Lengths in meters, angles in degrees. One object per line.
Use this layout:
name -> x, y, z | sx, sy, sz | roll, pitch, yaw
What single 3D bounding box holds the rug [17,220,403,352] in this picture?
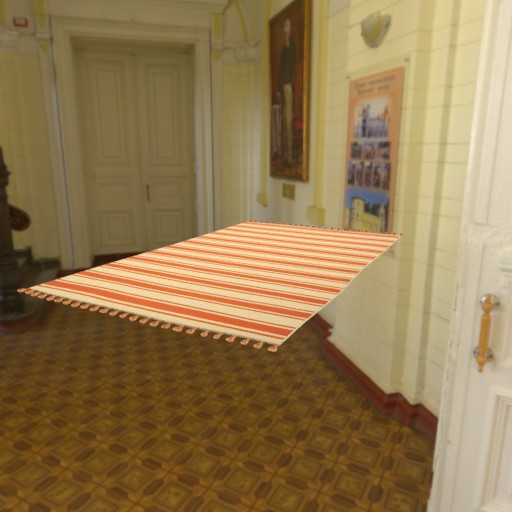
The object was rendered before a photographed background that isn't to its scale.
rug -> 0.000, 0.000, 2.508 | 1.232, 0.017, 2.092 | 7, 16, 27
